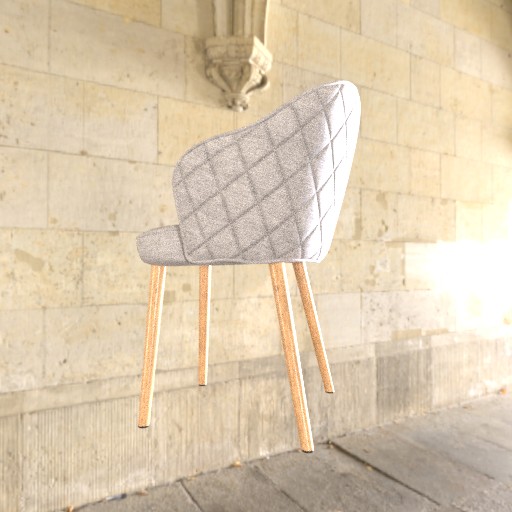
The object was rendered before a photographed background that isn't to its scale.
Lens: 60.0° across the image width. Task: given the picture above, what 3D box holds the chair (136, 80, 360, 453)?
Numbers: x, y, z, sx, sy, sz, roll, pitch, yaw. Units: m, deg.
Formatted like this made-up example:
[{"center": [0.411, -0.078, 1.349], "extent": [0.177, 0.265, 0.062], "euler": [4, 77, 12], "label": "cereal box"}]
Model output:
[{"center": [0.000, 0.000, 1.153], "extent": [0.530, 0.800, 0.540], "euler": [0, -1, 16], "label": "chair"}]
